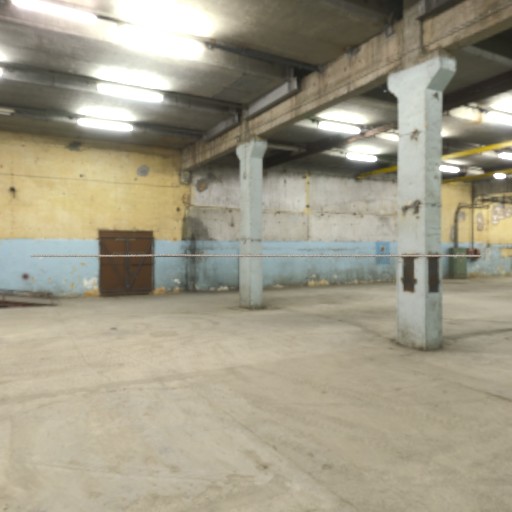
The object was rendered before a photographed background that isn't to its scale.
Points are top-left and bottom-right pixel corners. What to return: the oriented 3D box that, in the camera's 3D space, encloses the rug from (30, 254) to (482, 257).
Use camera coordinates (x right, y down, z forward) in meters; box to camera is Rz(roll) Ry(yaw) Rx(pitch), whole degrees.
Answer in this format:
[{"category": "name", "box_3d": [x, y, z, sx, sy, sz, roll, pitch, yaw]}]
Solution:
[{"category": "rug", "box_3d": [0.000, 0.000, 4.497, 3.357, 0.019, 2.449, 0, 0, 0]}]
